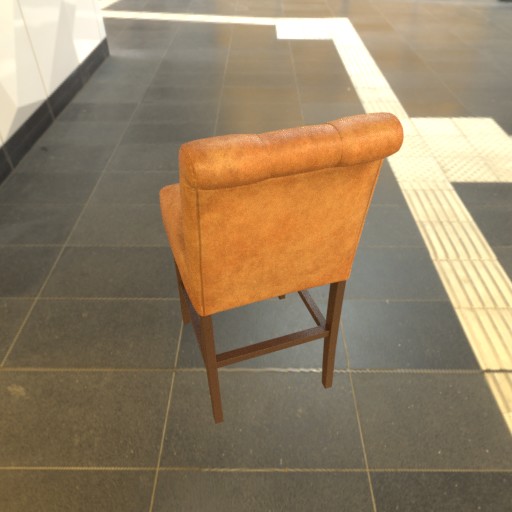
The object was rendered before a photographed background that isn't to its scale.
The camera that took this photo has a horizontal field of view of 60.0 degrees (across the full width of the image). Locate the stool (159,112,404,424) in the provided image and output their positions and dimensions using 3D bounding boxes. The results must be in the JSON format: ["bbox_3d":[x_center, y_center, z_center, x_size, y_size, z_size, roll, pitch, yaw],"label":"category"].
[{"bbox_3d":[0.000,0.000,1.379,0.493,1.047,0.601,-13,42,-15],"label":"stool"}]
